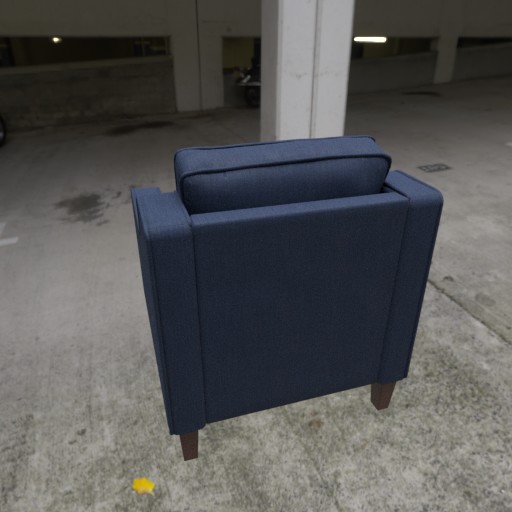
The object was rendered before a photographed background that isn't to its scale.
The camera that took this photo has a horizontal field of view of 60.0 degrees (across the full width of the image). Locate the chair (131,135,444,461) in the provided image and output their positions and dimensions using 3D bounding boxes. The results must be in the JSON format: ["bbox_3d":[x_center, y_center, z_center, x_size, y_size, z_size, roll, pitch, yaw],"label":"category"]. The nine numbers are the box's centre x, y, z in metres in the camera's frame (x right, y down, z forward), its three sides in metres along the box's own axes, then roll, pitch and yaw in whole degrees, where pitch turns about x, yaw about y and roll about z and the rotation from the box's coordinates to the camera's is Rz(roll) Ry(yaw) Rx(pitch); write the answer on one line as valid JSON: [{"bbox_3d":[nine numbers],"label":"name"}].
[{"bbox_3d":[0.000,0.000,1.666,0.831,0.960,0.909,-8,28,-16],"label":"chair"}]
